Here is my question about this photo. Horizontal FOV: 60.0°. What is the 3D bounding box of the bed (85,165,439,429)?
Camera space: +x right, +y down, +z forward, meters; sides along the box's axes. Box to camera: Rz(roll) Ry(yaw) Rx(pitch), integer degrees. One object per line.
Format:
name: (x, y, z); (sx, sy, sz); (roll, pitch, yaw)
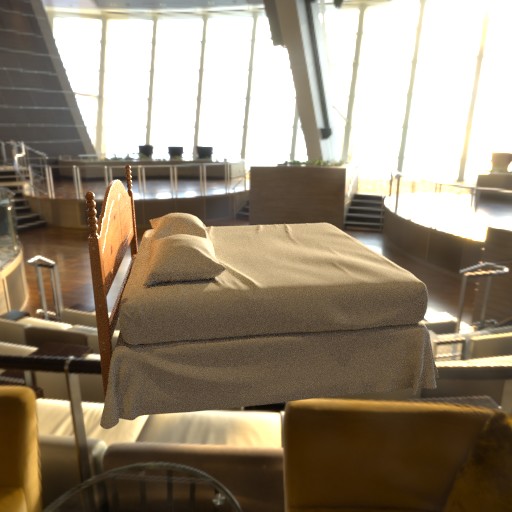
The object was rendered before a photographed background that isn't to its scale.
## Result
bed: (0.000, 0.000, 3.641); (2.219, 1.355, 2.322); (-3, 16, -9)
